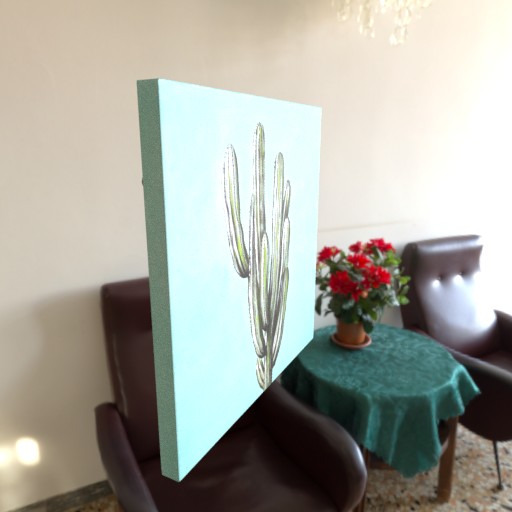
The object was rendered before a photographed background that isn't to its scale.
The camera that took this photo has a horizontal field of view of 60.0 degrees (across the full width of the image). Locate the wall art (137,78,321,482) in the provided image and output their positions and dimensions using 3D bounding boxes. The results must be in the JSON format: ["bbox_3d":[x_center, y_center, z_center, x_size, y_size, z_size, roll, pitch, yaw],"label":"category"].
[{"bbox_3d":[0.000,0.000,1.136,0.054,0.766,0.765,8,17,27],"label":"wall art"}]
